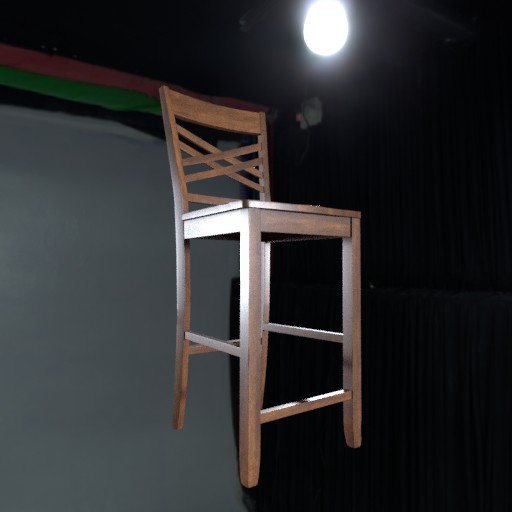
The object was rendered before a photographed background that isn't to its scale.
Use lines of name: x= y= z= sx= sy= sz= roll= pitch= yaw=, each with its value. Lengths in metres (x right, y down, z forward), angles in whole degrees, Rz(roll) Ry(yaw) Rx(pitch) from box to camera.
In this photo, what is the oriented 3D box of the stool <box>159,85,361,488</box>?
stool: x=0.000 y=0.000 z=1.361 sx=0.426 sy=1.098 sz=0.504 roll=1 pitch=-2 yaw=-37
